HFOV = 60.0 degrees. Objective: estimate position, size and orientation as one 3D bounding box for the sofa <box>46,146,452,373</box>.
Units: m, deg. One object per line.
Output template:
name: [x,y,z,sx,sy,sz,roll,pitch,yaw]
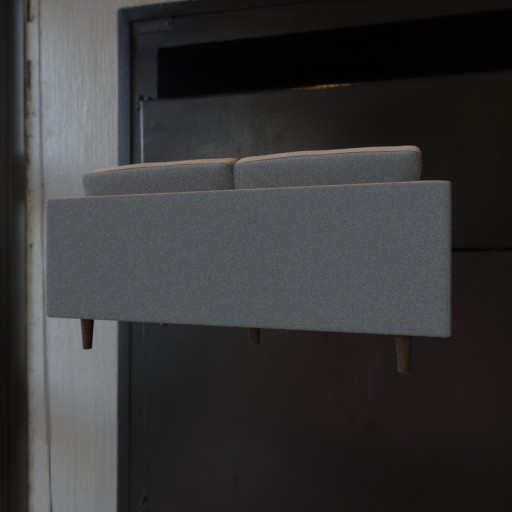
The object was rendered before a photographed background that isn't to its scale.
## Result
sofa: [0.000,0.000,2.269,1.731,0.900,1.000,0,0,17]
